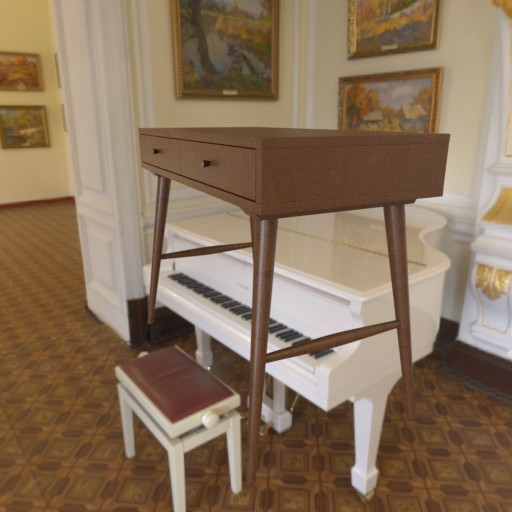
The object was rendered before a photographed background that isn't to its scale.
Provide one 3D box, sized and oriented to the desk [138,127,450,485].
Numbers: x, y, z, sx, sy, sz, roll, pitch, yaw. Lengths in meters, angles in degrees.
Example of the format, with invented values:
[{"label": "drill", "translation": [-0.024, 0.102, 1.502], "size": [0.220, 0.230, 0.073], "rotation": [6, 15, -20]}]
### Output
[{"label": "desk", "translation": [0.000, 0.000, 1.387], "size": [0.510, 0.758, 0.949], "rotation": [-9, 19, -26]}]
